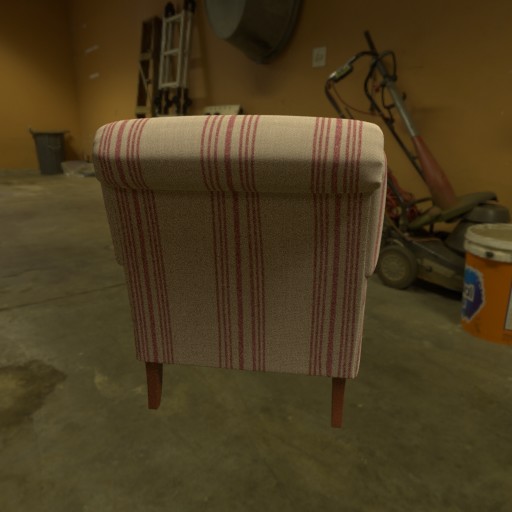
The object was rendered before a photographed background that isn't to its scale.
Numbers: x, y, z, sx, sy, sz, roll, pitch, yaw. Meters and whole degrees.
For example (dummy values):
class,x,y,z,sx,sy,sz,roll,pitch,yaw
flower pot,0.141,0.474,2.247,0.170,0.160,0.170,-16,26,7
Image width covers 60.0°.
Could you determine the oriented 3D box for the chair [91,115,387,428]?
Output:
class,x,y,z,sx,sy,sz,roll,pitch,yaw
chair,0.000,0.000,1.876,0.933,1.123,1.058,3,17,8
